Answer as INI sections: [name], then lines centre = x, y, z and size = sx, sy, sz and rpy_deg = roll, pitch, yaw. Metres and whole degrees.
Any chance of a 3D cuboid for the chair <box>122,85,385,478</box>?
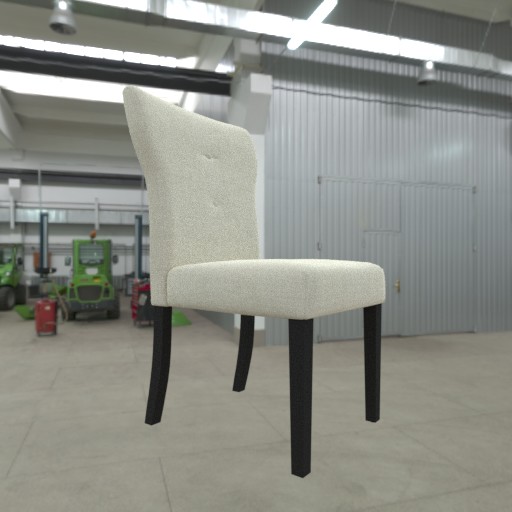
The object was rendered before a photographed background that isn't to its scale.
[chair]
centre = 0.000, 0.000, 1.240
size = 0.597, 0.921, 0.509
rpy_deg = 0, 0, 37
